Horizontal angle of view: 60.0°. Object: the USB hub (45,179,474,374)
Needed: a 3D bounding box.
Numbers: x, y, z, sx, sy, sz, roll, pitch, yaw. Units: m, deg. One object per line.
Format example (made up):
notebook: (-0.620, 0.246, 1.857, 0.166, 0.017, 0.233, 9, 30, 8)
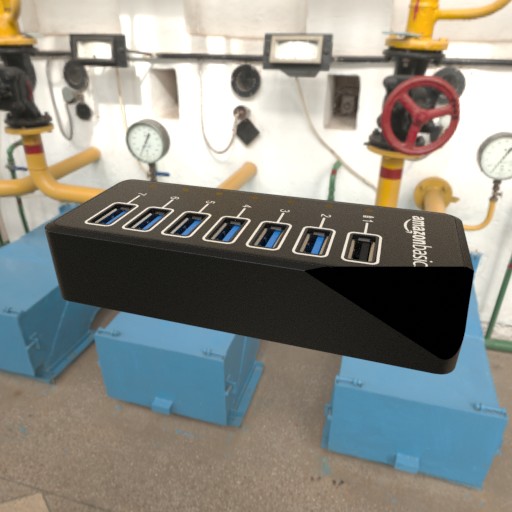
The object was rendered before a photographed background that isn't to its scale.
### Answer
USB hub: (0.000, 0.000, 0.128, 0.110, 0.023, 0.044, 8, 30, 15)
